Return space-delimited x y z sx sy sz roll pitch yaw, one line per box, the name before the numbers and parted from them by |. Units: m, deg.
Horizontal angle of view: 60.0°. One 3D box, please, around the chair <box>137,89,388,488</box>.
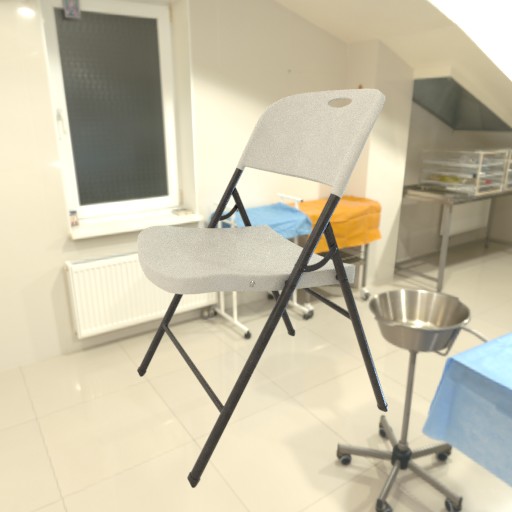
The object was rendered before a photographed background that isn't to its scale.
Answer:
chair | 0.000 0.000 1.139 0.566 0.810 0.494 -9 21 -26
